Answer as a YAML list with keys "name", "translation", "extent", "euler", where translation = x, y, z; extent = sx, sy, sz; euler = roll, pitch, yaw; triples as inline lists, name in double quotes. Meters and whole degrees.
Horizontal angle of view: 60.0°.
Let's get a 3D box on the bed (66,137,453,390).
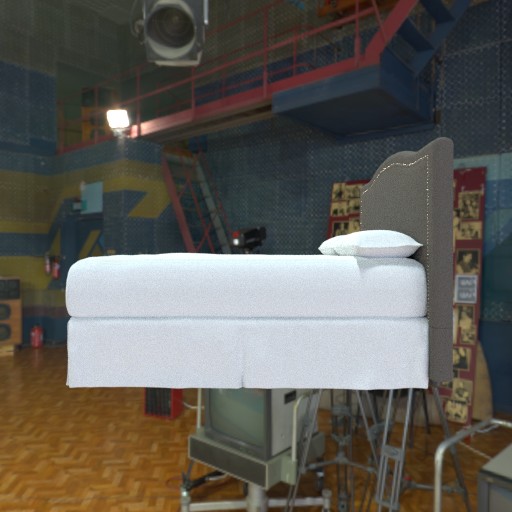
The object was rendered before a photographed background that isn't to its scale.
- name: "bed"
  translation: [0.000, 0.000, 3.076]
  extent: [2.036, 1.387, 1.666]
  euler: [0, 0, 0]
